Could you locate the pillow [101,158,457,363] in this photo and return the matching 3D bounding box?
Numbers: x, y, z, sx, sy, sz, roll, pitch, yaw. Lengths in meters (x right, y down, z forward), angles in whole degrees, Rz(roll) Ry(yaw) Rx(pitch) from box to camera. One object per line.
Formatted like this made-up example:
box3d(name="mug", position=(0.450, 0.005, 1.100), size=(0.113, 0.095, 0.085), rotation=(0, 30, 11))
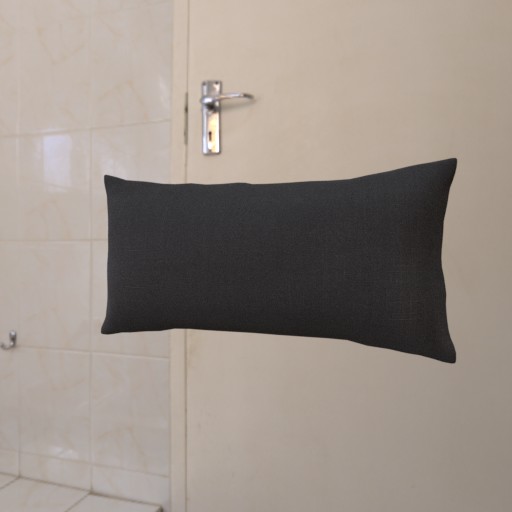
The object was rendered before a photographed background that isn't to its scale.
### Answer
box3d(name="pillow", position=(0.000, 0.000, 0.734), size=(0.609, 0.305, 0.151), rotation=(0, 0, 19))
